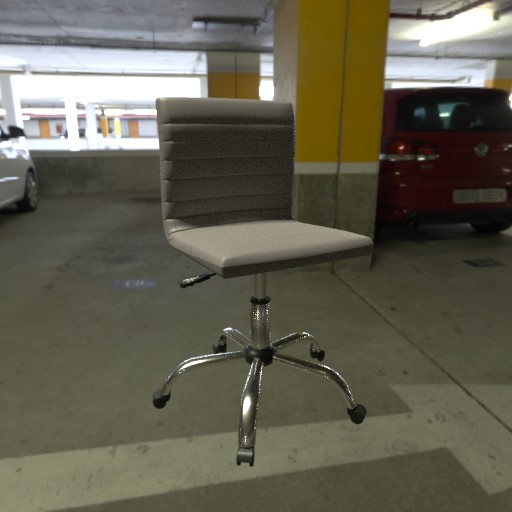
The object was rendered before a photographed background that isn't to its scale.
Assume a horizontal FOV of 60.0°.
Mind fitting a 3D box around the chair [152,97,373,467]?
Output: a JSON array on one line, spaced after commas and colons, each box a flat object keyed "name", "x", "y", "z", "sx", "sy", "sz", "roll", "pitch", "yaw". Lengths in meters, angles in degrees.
[{"name": "chair", "x": 0.000, "y": 0.000, "z": 1.135, "sx": 0.556, "sy": 0.780, "sz": 0.530, "roll": -8, "pitch": 17, "yaw": -27}]
